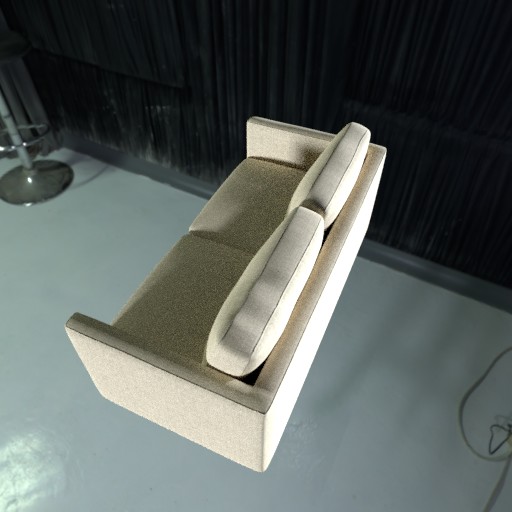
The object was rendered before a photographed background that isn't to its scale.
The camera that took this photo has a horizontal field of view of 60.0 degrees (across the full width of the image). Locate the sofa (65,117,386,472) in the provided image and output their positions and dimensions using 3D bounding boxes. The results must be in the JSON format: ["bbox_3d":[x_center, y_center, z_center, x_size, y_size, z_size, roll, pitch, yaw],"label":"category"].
[{"bbox_3d":[0.000,0.000,2.465,0.950,0.963,1.884,18,50,16],"label":"sofa"}]
